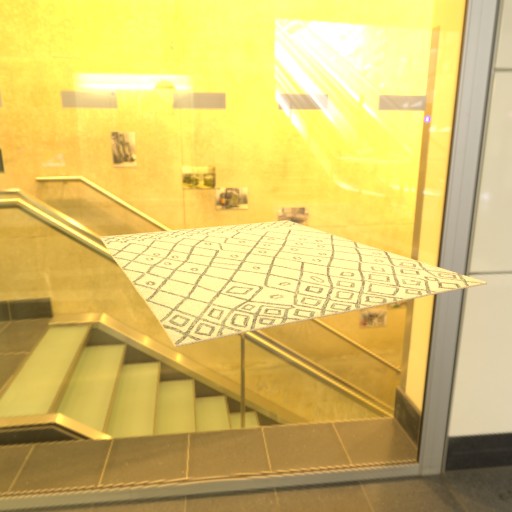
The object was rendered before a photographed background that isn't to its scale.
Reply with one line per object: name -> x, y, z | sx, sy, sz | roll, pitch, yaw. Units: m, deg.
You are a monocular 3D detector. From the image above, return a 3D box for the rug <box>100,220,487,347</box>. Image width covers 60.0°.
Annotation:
rug -> 0.000, 0.000, 4.179 | 2.446, 0.015, 3.046 | -7, 16, -25
